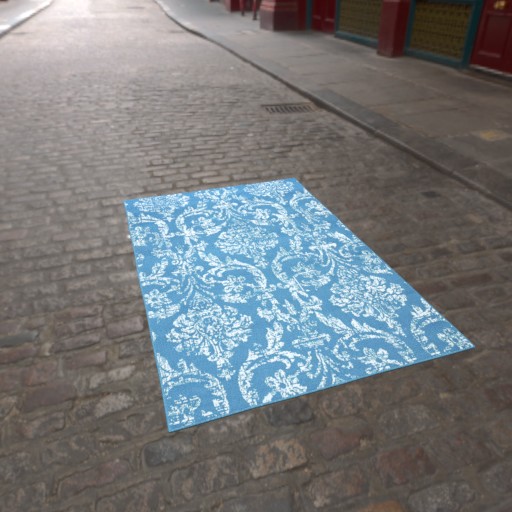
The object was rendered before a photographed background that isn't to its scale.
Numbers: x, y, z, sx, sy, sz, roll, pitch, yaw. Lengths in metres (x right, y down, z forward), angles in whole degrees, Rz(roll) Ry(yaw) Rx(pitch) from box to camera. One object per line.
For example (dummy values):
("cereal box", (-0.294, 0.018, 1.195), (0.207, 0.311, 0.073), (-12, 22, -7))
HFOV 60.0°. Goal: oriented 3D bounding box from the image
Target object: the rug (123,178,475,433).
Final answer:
("rug", (0.000, 0.000, 2.317), (1.211, 0.012, 1.833), (-10, 34, -16))
